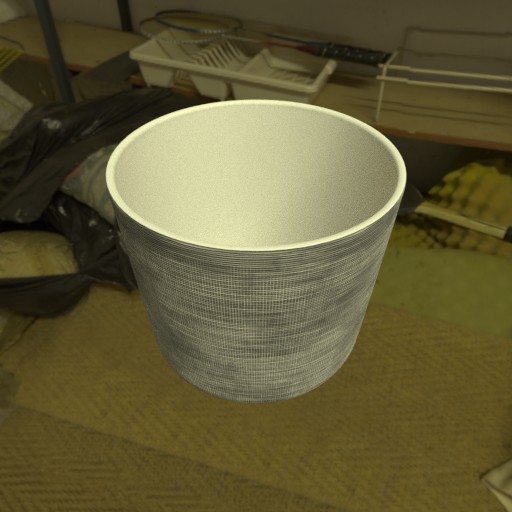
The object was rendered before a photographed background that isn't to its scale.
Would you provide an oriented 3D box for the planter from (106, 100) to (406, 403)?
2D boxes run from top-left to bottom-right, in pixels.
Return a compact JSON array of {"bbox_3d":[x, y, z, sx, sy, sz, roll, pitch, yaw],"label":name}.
[{"bbox_3d":[0.000,0.000,0.798,0.440,0.398,0.440,0,41,0],"label":"planter"}]
